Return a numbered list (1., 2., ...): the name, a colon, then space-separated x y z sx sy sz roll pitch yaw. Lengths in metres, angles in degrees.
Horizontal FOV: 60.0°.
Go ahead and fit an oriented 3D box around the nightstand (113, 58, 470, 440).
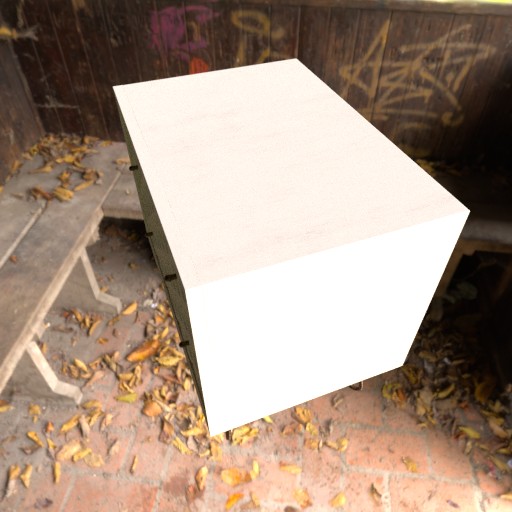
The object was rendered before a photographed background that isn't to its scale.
1. nightstand: 0.000 0.000 1.013 0.447 0.604 0.614 -15 47 -15
